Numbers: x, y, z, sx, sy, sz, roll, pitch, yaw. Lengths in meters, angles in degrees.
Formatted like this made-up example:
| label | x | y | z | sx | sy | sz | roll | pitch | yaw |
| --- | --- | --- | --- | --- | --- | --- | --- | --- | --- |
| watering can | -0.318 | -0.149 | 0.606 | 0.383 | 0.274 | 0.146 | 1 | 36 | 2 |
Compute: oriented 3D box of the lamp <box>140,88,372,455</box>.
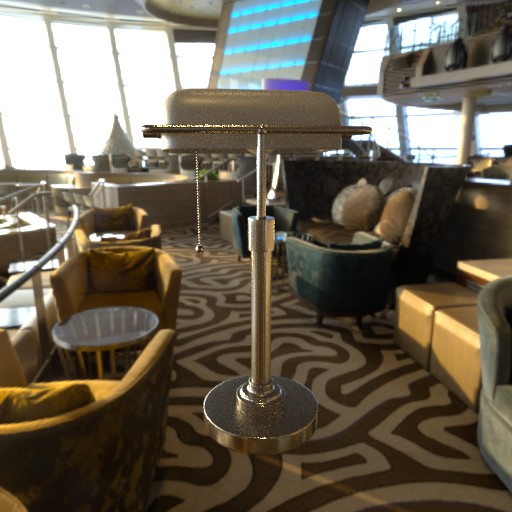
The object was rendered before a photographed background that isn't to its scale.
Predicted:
| label | x | y | z | sx | sy | sz | roll | pitch | yaw |
| --- | --- | --- | --- | --- | --- | --- | --- | --- | --- |
| lamp | 0.000 | 0.000 | 0.557 | 0.269 | 0.404 | 0.227 | -2 | 14 | -8 |
